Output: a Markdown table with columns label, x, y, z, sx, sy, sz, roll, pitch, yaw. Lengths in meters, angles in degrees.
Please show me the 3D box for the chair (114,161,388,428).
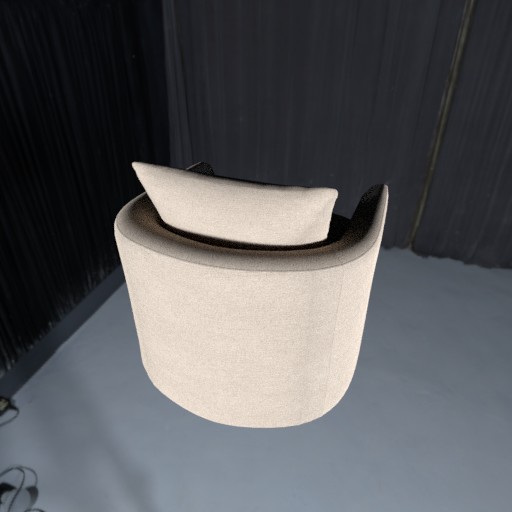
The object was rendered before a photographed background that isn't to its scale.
| label | x | y | z | sx | sy | sz | roll | pitch | yaw |
| --- | --- | --- | --- | --- | --- | --- | --- | --- | --- |
| chair | 0.000 | 0.000 | 1.610 | 0.845 | 0.848 | 0.910 | 10 | 35 | 15 |
